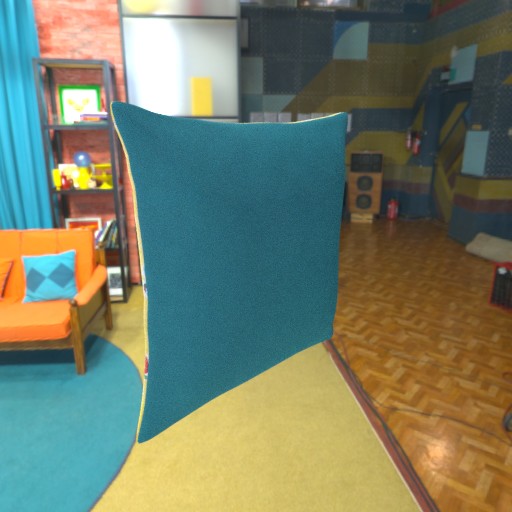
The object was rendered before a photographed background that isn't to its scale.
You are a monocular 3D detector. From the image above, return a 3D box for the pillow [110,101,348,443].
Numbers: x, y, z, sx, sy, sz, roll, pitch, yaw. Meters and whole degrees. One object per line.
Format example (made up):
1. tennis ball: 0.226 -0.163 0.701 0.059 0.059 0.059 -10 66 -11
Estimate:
1. pillow: 0.000 0.000 0.800 0.166 0.508 0.525 15 22 42
